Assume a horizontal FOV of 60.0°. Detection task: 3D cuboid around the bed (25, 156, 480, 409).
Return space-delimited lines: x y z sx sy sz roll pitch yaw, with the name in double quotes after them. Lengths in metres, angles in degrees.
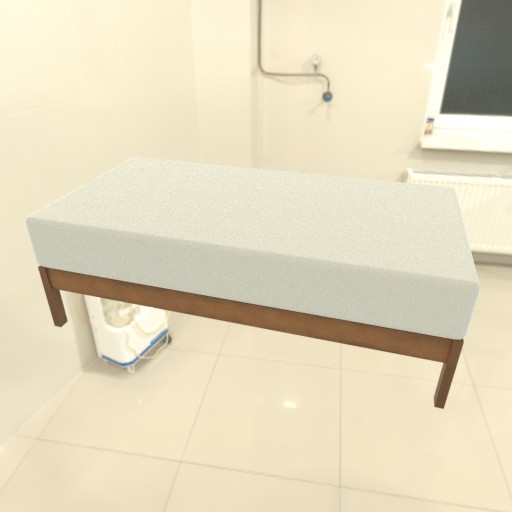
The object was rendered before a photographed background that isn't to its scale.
0.000 0.000 2.301 1.902 0.616 0.961 8 31 14 "bed"
